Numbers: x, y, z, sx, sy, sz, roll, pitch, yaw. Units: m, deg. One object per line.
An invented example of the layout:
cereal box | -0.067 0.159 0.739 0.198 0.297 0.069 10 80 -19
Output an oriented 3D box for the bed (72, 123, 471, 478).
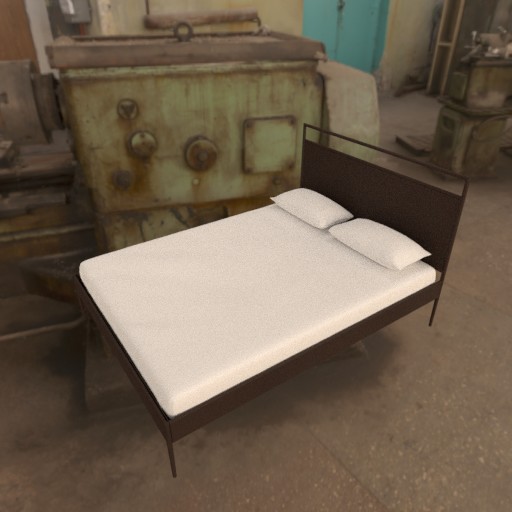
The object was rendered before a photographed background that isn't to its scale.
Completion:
bed | 0.000 0.000 3.046 2.122 1.173 1.572 -20 36 -29
